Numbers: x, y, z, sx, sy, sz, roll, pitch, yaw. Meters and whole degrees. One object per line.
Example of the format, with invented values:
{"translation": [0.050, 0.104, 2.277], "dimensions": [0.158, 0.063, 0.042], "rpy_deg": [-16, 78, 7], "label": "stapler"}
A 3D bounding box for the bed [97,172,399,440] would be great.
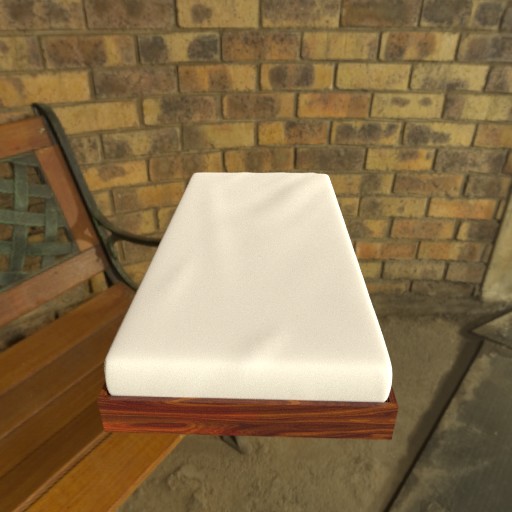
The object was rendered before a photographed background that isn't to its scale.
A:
{"translation": [0.000, 0.000, 2.187], "dimensions": [0.940, 0.312, 1.860], "rpy_deg": [1, 29, 2], "label": "bed"}
